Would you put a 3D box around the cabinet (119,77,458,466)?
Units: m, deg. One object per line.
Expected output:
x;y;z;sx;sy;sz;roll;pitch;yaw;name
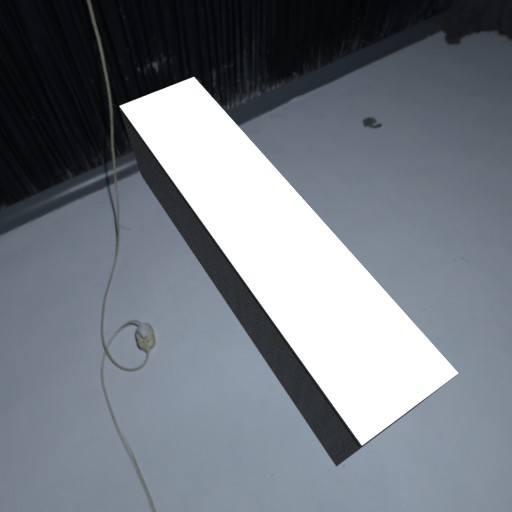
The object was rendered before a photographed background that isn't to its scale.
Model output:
0.000;0.000;2.506;0.499;0.779;2.198;-29;62;-17;cabinet
